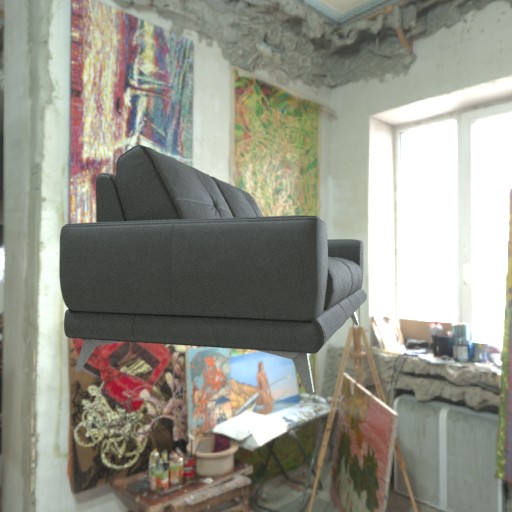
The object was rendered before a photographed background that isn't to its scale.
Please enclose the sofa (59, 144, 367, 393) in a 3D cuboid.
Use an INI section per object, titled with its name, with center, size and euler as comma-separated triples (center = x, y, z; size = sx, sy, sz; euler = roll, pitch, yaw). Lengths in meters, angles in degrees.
[sofa]
center = 0.000, 0.000, 2.343
size = 1.018, 0.907, 1.806
euler = 0, -1, 18
